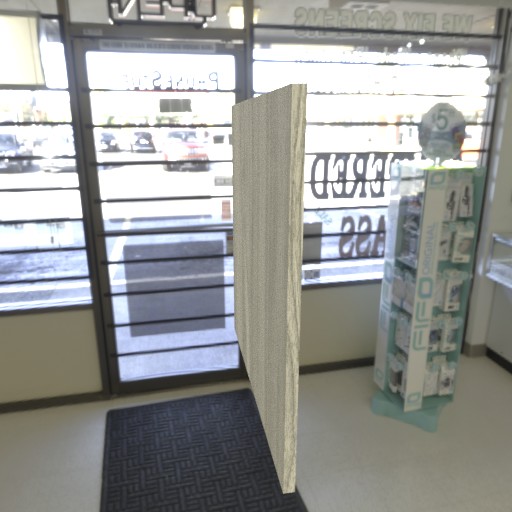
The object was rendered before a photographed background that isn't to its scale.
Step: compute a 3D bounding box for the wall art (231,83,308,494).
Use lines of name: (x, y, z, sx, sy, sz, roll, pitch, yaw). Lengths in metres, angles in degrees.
wall art: (0.000, 0.000, 0.755, 0.016, 0.507, 0.508, -3, 17, -10)
